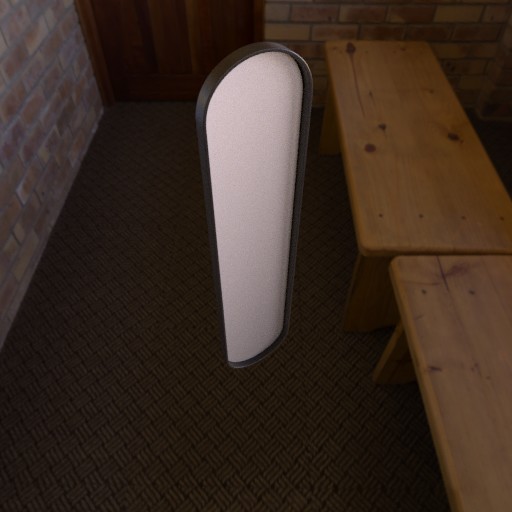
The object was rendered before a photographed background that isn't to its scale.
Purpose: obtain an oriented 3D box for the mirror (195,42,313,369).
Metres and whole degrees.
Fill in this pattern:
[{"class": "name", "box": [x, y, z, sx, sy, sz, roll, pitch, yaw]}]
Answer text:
[{"class": "mirror", "box": [0.000, 0.000, 1.066, 0.222, 0.991, 0.032, -24, 53, -20]}]
